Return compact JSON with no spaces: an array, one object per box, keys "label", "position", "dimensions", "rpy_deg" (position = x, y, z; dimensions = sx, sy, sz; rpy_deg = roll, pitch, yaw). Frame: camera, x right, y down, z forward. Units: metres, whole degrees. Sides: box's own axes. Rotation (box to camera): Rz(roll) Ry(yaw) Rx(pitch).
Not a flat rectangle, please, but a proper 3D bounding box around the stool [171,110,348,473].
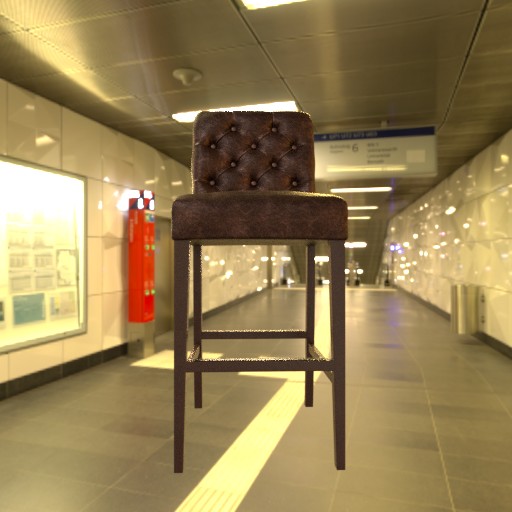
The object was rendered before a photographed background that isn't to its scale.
[{"label":"stool","position":[0.000,0.000,1.512],"dimensions":[0.483,1.168,0.659],"rpy_deg":[0,0,-2]}]
